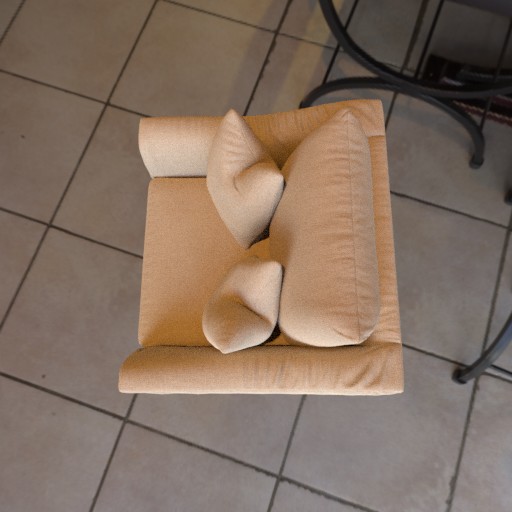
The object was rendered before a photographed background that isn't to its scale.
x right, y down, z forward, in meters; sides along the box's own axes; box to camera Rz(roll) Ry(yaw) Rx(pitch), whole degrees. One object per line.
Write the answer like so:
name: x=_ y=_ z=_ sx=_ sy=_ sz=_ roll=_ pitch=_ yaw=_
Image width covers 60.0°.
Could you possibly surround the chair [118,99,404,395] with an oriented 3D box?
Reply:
chair: x=0.000 y=0.000 z=2.019 sx=1.071 sy=1.093 sz=1.194 roll=0 pitch=75 yaw=0
